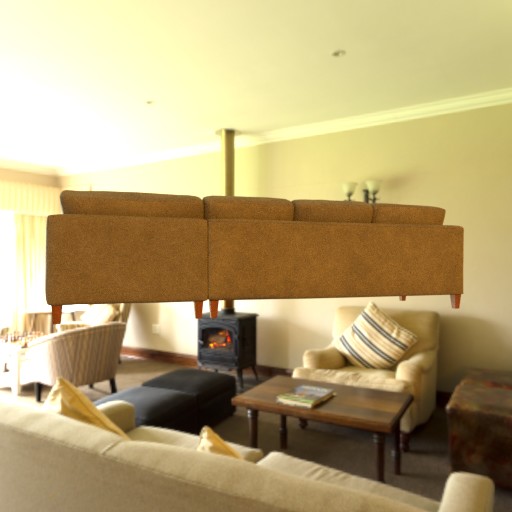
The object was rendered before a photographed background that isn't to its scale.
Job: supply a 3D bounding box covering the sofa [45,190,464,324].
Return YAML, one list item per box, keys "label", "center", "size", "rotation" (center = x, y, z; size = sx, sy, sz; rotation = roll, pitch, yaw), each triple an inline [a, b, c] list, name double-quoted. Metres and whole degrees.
- label: "sofa"
  center: [0.000, 0.000, 4.217]
  size: [3.471, 0.950, 1.604]
  rotation: [0, -1, -17]
